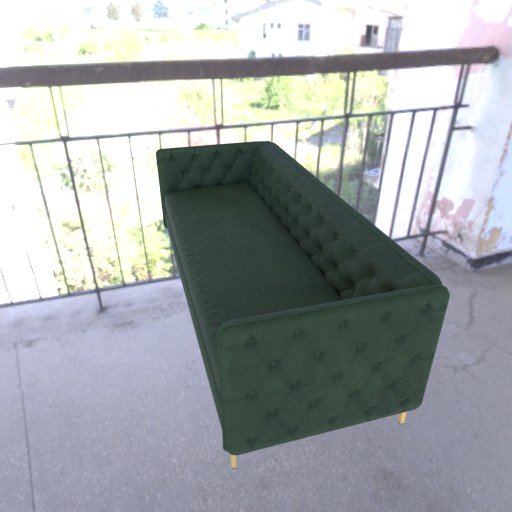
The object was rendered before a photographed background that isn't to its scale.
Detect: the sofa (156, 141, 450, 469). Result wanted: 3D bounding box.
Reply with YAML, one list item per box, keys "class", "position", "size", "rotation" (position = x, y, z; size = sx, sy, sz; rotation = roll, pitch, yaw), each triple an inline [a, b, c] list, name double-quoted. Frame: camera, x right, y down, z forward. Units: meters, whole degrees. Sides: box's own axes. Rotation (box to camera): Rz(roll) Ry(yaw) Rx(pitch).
- class: "sofa"
  position: [0.000, 0.000, 2.605]
  size: [0.895, 0.771, 2.209]
  rotation: [-8, 31, -14]
